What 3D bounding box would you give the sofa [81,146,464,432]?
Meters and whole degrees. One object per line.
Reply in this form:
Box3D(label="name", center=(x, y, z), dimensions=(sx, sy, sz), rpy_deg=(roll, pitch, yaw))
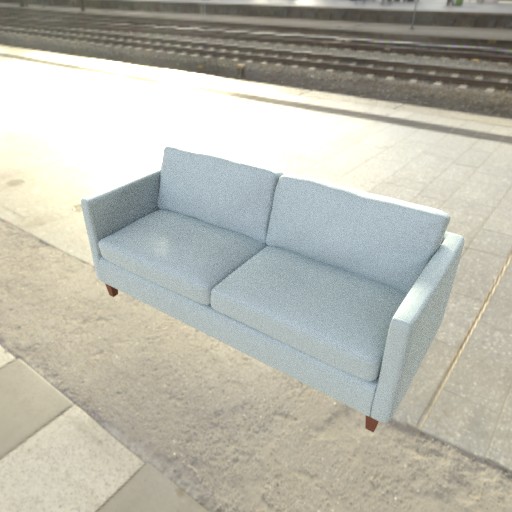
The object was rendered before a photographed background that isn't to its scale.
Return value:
Box3D(label="sofa", center=(0.000, 0.000, 2.804), dimensions=(2.208, 0.965, 0.951), rpy_deg=(20, 37, 29))
